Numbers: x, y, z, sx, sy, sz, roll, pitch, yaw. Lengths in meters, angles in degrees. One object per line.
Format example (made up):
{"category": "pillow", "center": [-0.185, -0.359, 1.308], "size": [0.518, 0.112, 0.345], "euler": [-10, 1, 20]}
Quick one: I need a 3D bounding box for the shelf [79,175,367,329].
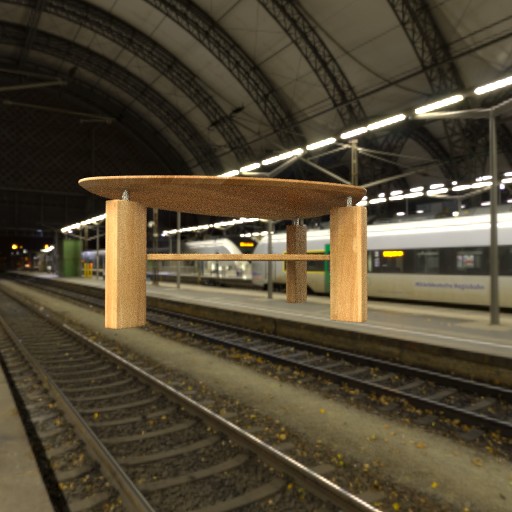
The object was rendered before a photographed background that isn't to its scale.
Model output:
{"category": "shelf", "center": [0.000, 0.000, 1.694], "size": [0.863, 0.439, 1.240], "euler": [-1, -1, 35]}
